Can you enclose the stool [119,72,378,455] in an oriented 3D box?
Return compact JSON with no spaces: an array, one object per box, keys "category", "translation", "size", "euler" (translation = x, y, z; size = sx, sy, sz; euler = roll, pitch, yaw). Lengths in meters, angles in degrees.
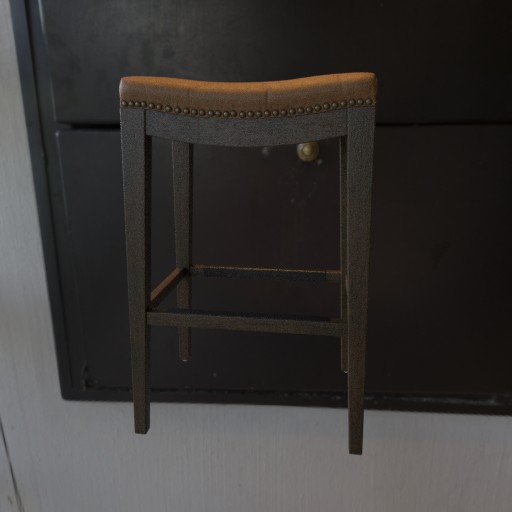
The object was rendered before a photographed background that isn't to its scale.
[{"category":"stool","translation":[0.000,0.000,1.032],"size":[0.500,0.759,0.361],"euler":[2,16,8]}]
